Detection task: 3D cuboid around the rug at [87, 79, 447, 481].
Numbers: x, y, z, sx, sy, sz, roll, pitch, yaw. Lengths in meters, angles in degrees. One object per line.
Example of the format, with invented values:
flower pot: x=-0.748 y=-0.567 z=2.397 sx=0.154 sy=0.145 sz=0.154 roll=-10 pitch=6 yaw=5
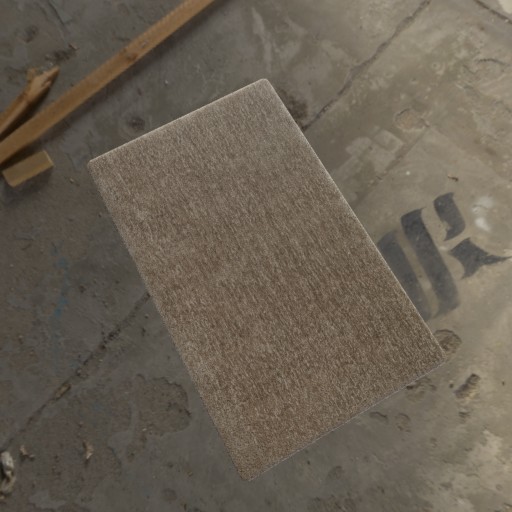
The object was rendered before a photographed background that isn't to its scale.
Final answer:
rug: x=0.000 y=0.000 z=3.096 sx=1.539 sy=0.024 sz=2.469 roll=-28 pitch=77 yaw=-7
